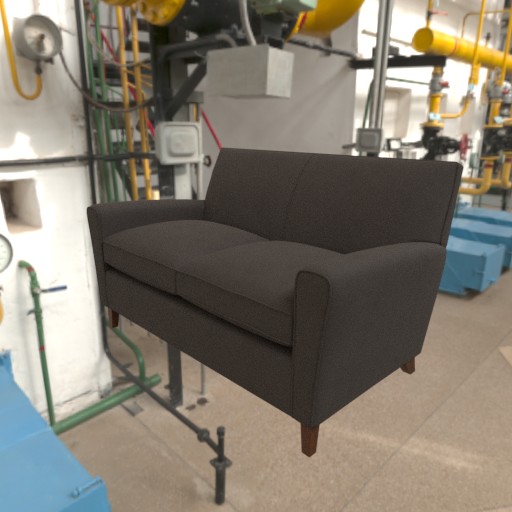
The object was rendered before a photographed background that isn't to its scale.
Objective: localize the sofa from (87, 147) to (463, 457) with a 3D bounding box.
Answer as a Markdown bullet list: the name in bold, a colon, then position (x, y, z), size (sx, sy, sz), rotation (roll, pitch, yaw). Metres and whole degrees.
- **sofa**: position (0.000, 0.000, 1.946), size (0.871, 0.846, 1.420), rotation (-16, 23, -42)
